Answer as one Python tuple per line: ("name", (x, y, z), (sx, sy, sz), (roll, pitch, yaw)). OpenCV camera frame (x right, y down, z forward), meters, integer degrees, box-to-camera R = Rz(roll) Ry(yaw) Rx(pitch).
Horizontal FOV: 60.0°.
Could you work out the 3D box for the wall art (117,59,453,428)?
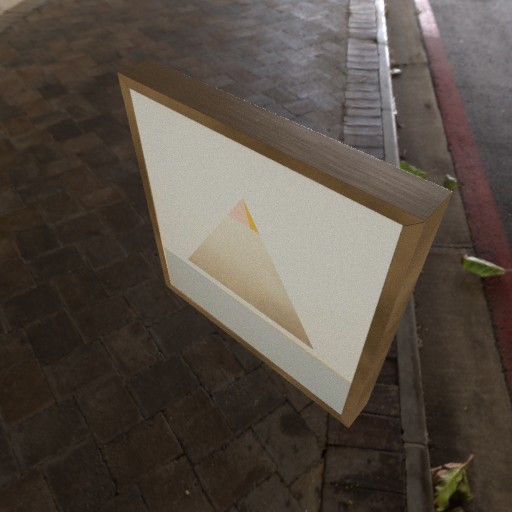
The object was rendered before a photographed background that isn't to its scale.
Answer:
("wall art", (0.000, 0.000, 0.454), (0.305, 0.303, 0.038), (33, 55, 27))
